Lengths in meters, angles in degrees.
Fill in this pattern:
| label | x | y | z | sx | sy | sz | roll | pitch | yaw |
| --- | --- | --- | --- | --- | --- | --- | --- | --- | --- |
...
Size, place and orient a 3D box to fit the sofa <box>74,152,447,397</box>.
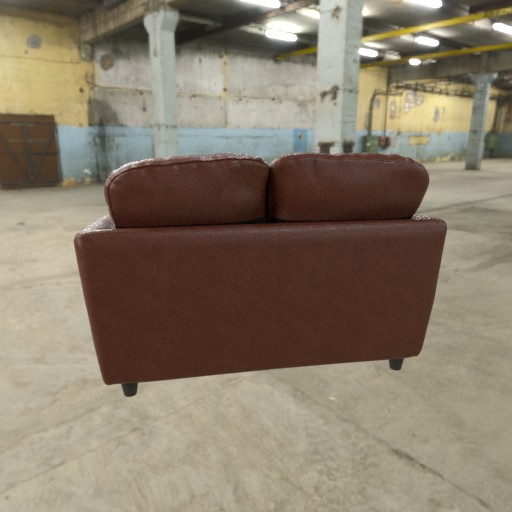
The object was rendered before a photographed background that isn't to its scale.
| label | x | y | z | sx | sy | sz | roll | pitch | yaw |
| --- | --- | --- | --- | --- | --- | --- | --- | --- | --- |
| sofa | 0.000 | 0.000 | 1.969 | 1.406 | 0.906 | 0.805 | -3 | 14 | -10 |
